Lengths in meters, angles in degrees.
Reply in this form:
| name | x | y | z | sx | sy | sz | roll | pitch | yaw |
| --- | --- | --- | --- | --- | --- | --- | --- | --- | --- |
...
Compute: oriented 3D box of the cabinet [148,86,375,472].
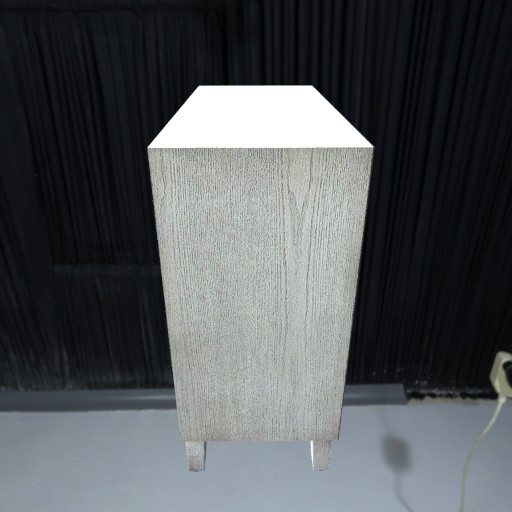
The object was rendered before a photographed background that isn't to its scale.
| name | x | y | z | sx | sy | sz | roll | pitch | yaw |
| --- | --- | --- | --- | --- | --- | --- | --- | --- | --- |
| cabinet | 0.000 | 0.000 | 1.216 | 0.370 | 0.787 | 0.781 | 0 | 28 | -1 |
